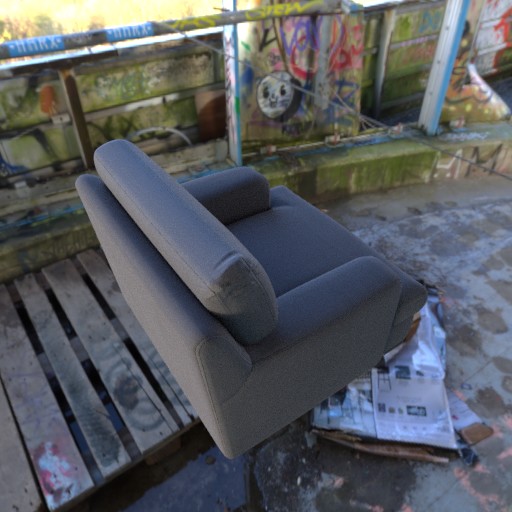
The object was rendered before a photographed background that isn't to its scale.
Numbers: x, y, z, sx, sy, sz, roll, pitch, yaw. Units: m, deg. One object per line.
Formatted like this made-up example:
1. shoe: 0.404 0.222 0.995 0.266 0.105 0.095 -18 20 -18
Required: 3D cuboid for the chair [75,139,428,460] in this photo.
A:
1. chair: 0.000 0.000 1.979 1.143 0.940 1.168 -24 46 -26
